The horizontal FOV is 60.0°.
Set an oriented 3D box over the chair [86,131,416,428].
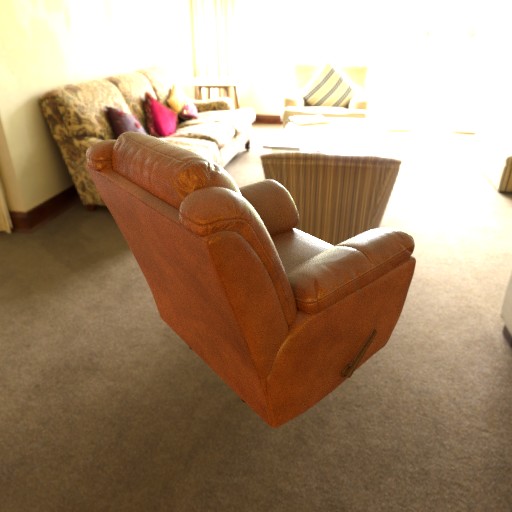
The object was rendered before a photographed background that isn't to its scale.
[{"bbox_3d":[0.000,0.000,1.924,1.041,1.093,0.990,-20,34,-33],"label":"chair"}]
